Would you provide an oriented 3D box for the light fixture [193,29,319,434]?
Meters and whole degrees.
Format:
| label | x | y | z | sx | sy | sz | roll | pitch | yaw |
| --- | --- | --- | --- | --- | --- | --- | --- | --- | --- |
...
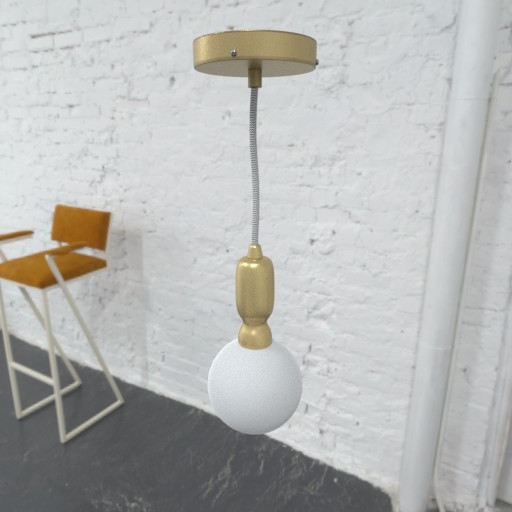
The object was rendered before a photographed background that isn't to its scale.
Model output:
| label | x | y | z | sx | sy | sz | roll | pitch | yaw |
| --- | --- | --- | --- | --- | --- | --- | --- | --- | --- |
| light fixture | 0.000 | 0.000 | 0.581 | 0.146 | 0.510 | 0.147 | 3 | 15 | 10 |
